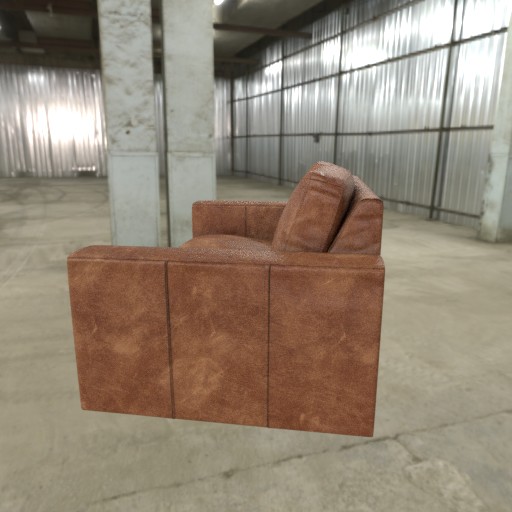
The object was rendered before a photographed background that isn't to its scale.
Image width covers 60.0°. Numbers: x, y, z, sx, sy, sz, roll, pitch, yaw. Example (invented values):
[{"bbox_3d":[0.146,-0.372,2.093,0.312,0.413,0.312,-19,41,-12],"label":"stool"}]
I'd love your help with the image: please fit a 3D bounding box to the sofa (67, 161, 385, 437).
[{"bbox_3d":[0.000,0.000,2.201,1.041,0.889,1.626,2,14,9],"label":"sofa"}]
